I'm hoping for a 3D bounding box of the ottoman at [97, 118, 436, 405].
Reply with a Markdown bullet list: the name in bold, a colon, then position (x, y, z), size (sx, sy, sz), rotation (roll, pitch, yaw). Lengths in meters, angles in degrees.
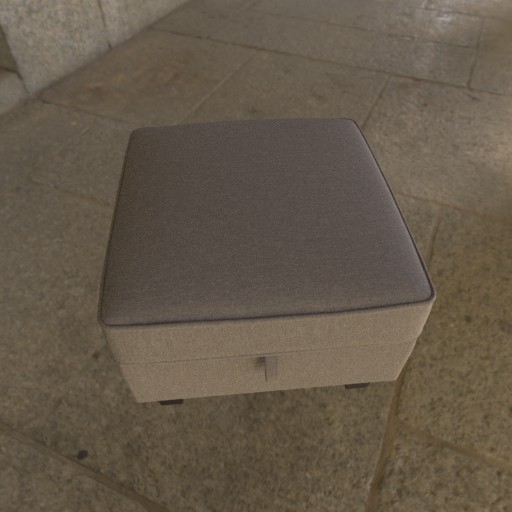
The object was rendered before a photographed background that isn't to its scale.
- **ottoman**: position (0.000, 0.000, 1.428), size (0.808, 0.612, 0.871), rotation (-4, 48, -4)
